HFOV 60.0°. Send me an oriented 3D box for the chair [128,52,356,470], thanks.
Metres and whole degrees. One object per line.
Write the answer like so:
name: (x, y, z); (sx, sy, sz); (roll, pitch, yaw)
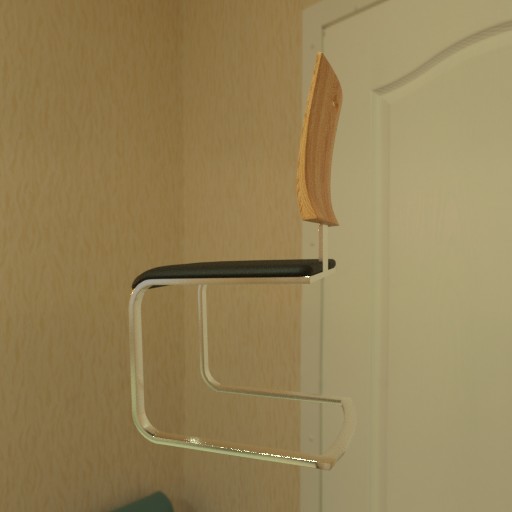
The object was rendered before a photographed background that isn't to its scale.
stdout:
chair: (0.000, 0.000, 1.256); (0.560, 0.936, 0.462); (0, 2, 18)
